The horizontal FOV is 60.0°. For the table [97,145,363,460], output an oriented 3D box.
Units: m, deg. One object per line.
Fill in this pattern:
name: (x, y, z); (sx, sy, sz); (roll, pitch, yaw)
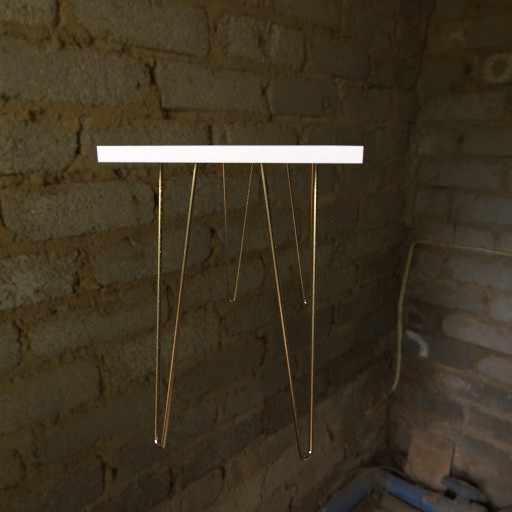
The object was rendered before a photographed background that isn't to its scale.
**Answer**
table: (0.000, 0.000, 1.368); (0.498, 0.660, 0.991); (2, 14, 6)
